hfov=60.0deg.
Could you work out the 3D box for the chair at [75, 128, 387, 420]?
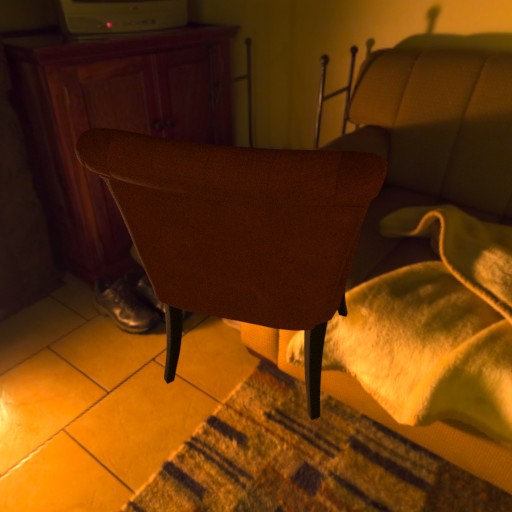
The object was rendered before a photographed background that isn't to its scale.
[{"bbox_3d":[0.000,0.000,1.164,0.582,0.750,0.605,9,33,14],"label":"chair"}]
